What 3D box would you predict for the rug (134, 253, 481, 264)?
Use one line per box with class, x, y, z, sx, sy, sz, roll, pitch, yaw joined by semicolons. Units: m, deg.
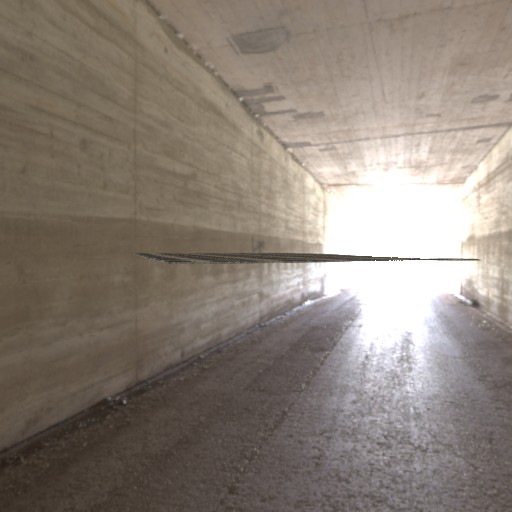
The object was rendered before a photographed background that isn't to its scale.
rug;0.000;0.000;3.073;1.520;0.015;2.434;0;1;-18
